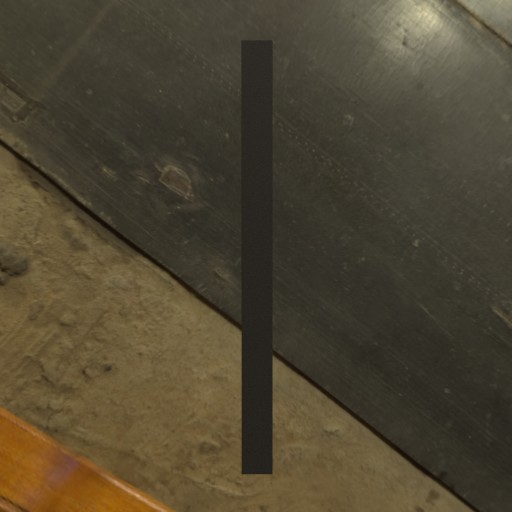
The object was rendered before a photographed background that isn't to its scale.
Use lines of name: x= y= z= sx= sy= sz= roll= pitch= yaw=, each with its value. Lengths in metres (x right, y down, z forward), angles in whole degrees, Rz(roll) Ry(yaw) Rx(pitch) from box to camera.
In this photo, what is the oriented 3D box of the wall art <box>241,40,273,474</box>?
wall art: x=0.000 y=0.000 z=0.745 sx=0.033 sy=0.559 sz=0.457 roll=0 pitch=90 yaw=0
